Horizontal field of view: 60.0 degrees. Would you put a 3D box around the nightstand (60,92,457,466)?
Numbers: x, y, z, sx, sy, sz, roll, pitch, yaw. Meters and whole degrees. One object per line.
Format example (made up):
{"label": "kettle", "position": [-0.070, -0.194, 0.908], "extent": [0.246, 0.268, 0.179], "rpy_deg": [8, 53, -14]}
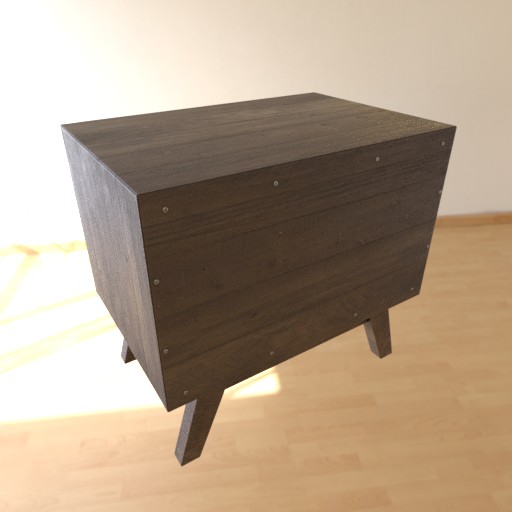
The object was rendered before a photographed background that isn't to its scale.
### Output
{"label": "nightstand", "position": [0.000, 0.000, 1.026], "extent": [0.650, 0.599, 0.450], "rpy_deg": [-18, 35, -28]}
